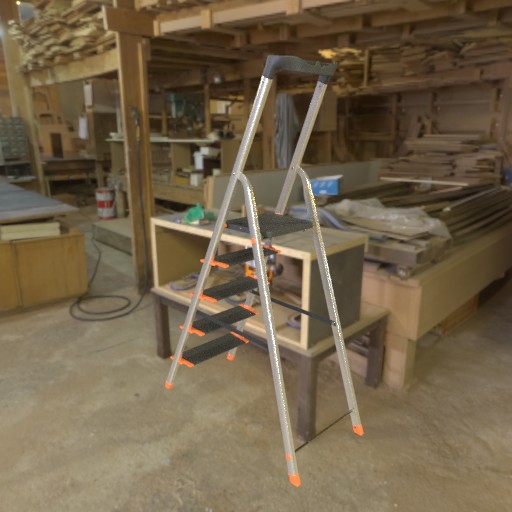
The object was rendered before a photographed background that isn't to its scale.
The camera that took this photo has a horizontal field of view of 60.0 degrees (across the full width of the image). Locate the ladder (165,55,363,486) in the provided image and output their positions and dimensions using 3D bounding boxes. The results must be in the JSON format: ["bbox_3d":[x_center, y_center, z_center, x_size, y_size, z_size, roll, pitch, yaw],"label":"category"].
[{"bbox_3d":[0.000,0.000,2.066,0.480,1.646,0.995,-15,22,-41],"label":"ladder"}]
